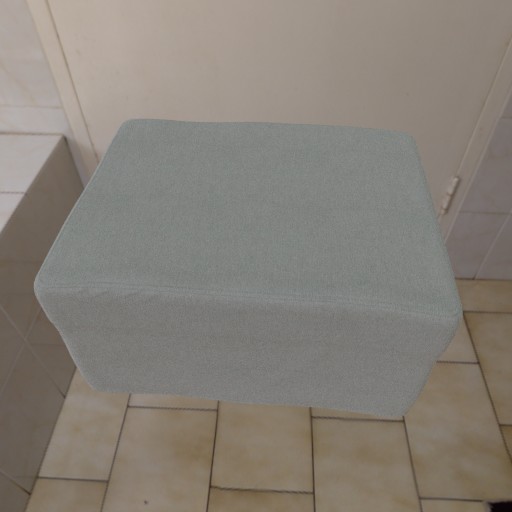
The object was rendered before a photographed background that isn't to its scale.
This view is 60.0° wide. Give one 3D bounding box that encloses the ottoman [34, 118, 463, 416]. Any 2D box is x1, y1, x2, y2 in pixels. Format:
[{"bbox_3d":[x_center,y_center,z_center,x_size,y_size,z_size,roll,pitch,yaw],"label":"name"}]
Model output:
[{"bbox_3d":[0.000,0.000,1.194,0.833,0.461,0.648,4,47,3],"label":"ottoman"}]
